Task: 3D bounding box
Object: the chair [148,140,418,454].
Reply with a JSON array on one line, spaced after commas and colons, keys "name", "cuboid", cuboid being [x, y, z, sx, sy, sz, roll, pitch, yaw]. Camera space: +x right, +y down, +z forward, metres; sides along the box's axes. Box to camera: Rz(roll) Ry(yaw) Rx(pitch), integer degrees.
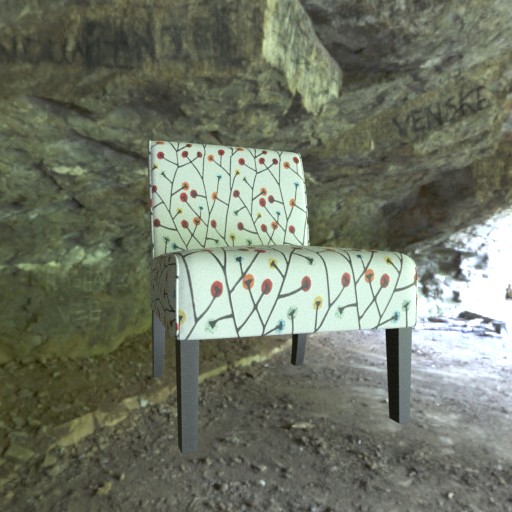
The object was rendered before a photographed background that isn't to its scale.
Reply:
[{"name": "chair", "cuboid": [0.000, 0.000, 1.312, 0.597, 0.813, 0.732, 0, 0, -19]}]
